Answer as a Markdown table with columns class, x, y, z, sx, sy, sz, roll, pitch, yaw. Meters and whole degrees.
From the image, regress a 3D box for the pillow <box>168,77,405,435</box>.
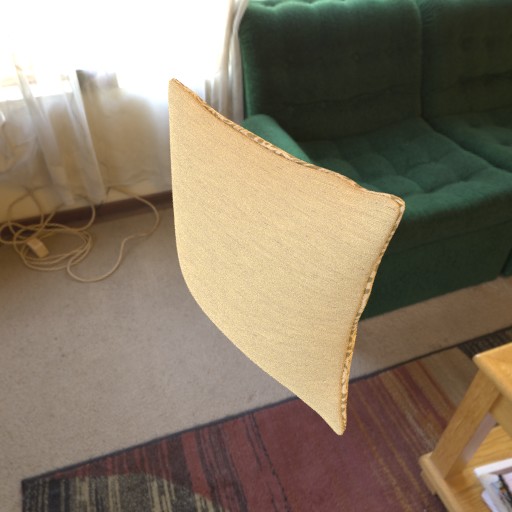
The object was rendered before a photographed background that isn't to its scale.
| class | x | y | z | sx | sy | sz | roll | pitch | yaw |
| --- | --- | --- | --- | --- | --- | --- | --- | --- | --- |
| pillow | 0.000 | 0.000 | 0.666 | 0.167 | 0.421 | 0.438 | -26 | 47 | -28 |
